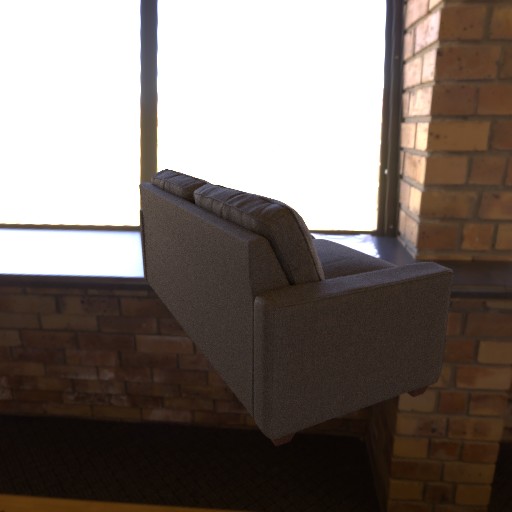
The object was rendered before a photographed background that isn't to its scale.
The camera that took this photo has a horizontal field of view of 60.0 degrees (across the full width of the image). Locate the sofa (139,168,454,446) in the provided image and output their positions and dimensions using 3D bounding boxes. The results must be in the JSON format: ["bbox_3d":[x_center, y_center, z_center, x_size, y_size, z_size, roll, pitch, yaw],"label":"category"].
[{"bbox_3d":[0.000,0.000,2.618,0.940,0.919,2.080,-8,19,-25],"label":"sofa"}]
